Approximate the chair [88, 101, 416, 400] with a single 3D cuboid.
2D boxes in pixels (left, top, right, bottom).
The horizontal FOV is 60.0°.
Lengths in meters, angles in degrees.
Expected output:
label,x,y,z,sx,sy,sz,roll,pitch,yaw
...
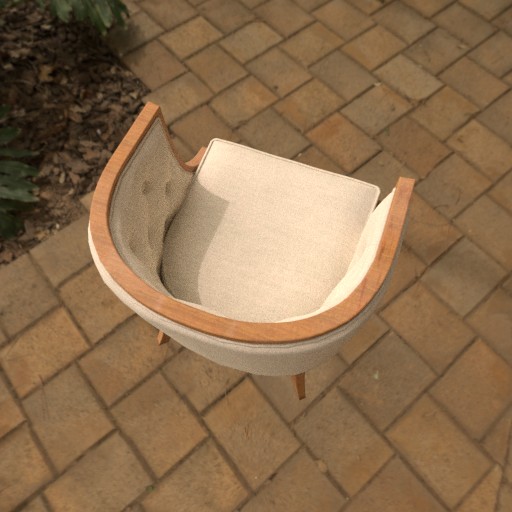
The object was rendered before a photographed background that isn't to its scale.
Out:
label,x,y,z,sx,sy,sz,roll,pitch,yaw
chair,0.000,0.000,1.353,0.711,0.775,0.757,19,65,9
